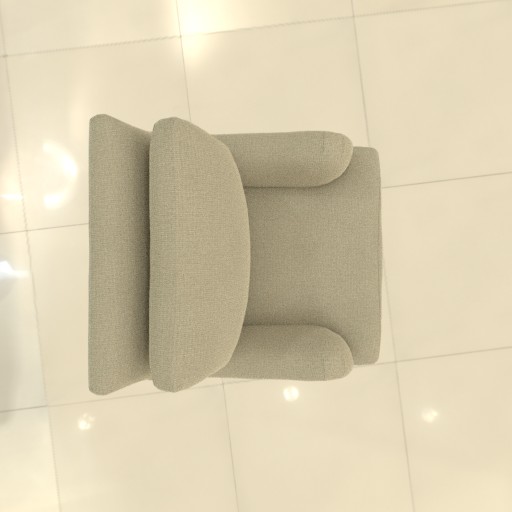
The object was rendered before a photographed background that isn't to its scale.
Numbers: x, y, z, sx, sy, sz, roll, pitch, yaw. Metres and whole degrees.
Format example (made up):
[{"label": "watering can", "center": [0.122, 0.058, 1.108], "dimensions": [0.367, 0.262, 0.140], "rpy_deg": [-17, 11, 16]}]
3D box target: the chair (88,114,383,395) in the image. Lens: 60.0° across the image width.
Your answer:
[{"label": "chair", "center": [0.000, 0.000, 1.846], "dimensions": [1.070, 1.038, 0.955], "rpy_deg": [0, 90, -1]}]
